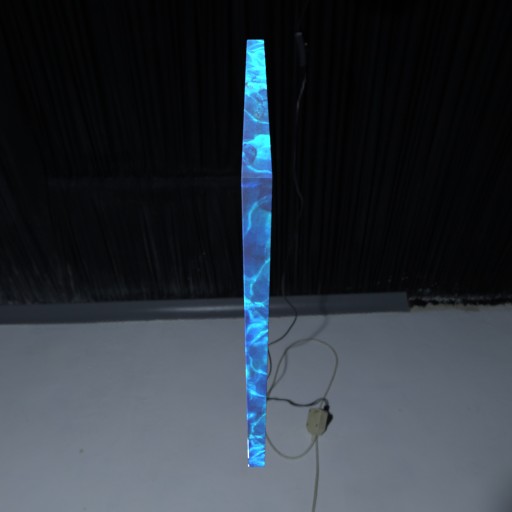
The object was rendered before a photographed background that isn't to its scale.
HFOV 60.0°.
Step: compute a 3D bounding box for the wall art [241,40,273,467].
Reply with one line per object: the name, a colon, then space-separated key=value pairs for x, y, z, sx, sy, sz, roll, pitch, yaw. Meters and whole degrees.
wall art: x=0.000 y=0.000 z=1.011 sx=0.038 sy=0.760 sz=0.609 roll=0 pitch=40 yaw=0
